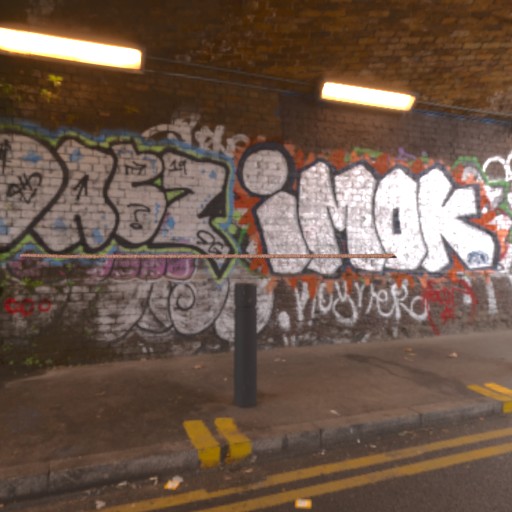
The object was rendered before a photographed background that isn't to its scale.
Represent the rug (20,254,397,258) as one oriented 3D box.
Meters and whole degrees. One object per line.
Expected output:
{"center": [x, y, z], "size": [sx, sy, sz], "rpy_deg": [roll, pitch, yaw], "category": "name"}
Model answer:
{"center": [0.000, 0.000, 4.133], "size": [2.453, 0.043, 3.052], "rpy_deg": [0, 0, 19], "category": "rug"}
